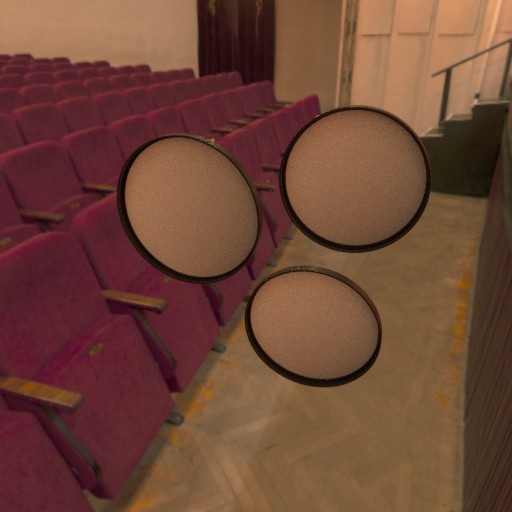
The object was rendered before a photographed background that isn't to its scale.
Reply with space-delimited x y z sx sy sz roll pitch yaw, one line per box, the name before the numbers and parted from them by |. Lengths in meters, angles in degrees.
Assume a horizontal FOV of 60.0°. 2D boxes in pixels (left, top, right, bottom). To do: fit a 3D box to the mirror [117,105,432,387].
mirror | 0.000 0.000 3.171 2.160 2.096 0.076 8 27 16
